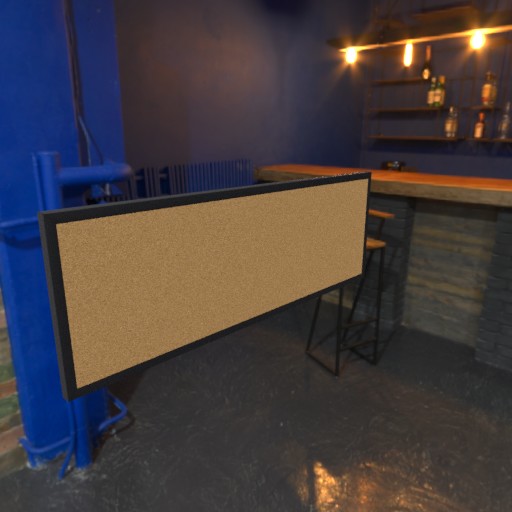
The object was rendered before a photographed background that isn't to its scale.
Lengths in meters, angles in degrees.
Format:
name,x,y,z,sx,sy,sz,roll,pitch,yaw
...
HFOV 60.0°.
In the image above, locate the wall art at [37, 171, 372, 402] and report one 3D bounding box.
name,x,y,z,sx,sy,sz,roll,pitch,yaw
wall art,0.000,0.000,1.753,1.572,0.554,0.041,-15,22,-42
